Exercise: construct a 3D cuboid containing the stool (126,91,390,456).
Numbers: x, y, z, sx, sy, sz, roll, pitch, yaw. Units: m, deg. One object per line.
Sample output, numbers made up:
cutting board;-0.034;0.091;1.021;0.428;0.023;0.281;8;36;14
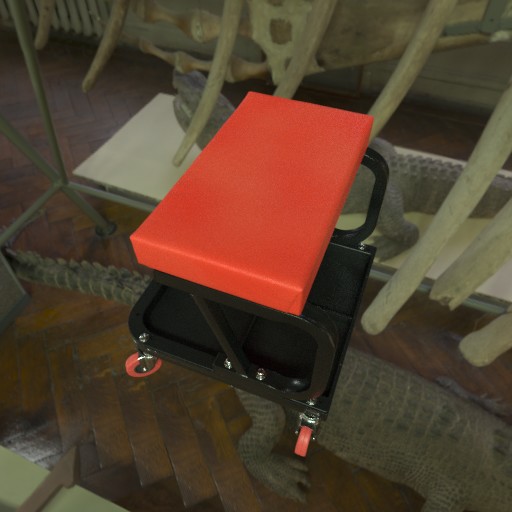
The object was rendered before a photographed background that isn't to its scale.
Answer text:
stool;0.000;0.000;0.743;0.371;0.380;0.446;17;50;14
